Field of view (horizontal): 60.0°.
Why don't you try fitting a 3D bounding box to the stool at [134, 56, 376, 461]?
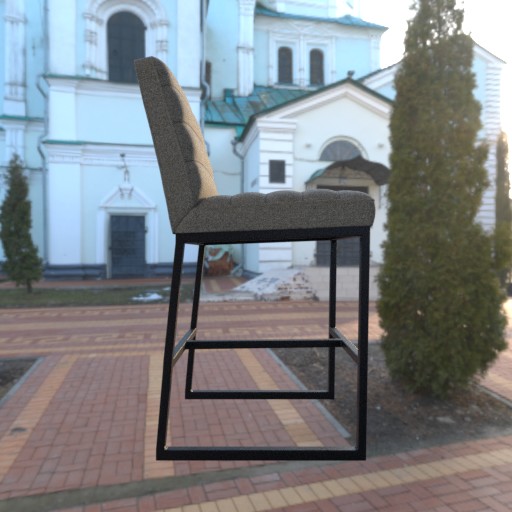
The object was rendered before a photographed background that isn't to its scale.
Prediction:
[{"bbox_3d":[0.000,0.000,1.235,0.560,0.940,0.460,0,1,0],"label":"stool"}]
